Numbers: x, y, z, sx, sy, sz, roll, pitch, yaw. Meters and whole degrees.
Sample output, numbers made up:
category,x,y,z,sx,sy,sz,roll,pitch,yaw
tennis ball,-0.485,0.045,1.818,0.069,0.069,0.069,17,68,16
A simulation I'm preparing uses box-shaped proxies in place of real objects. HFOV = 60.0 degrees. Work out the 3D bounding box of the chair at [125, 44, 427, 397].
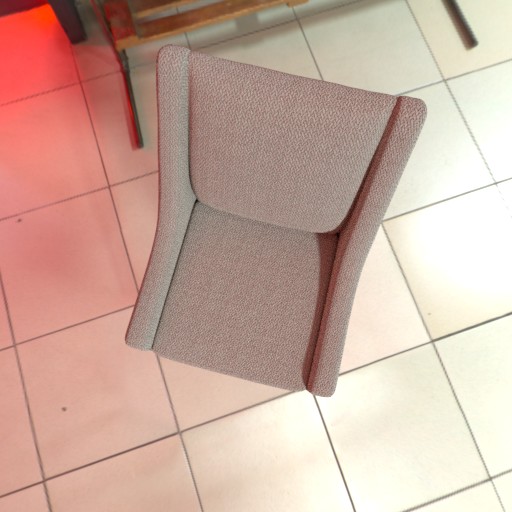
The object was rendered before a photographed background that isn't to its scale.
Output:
category,x,y,z,sx,sy,sz,roll,pitch,yaw
chair,0.000,0.000,1.600,0.774,1.014,0.870,14,78,3
